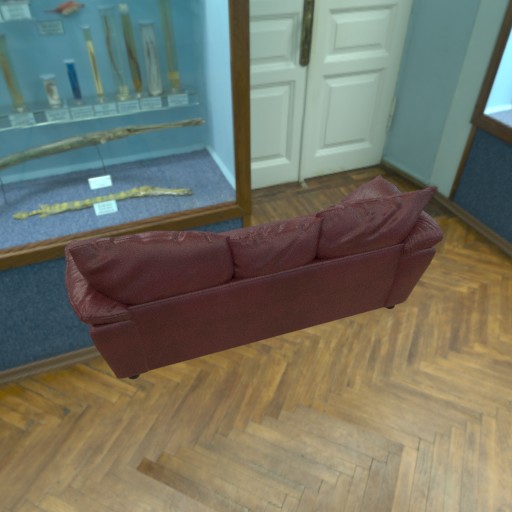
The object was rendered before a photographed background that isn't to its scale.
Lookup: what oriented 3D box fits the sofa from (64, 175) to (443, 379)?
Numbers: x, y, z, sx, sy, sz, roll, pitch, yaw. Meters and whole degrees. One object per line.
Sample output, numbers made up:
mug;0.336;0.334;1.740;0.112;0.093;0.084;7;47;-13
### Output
sofa;0.000;0.000;3.006;2.390;1.091;0.907;-12;41;-15
